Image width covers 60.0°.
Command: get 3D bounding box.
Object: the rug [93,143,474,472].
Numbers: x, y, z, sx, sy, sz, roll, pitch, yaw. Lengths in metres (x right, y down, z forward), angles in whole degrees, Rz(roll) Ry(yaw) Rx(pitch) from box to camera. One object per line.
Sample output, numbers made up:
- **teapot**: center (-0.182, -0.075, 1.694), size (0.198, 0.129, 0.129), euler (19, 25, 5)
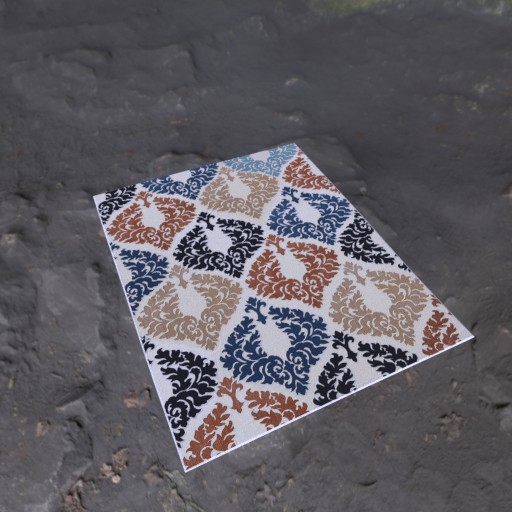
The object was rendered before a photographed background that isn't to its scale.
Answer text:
- **rug**: center (0.000, 0.000, 4.110), size (2.423, 0.014, 3.040), euler (-19, 50, -17)
